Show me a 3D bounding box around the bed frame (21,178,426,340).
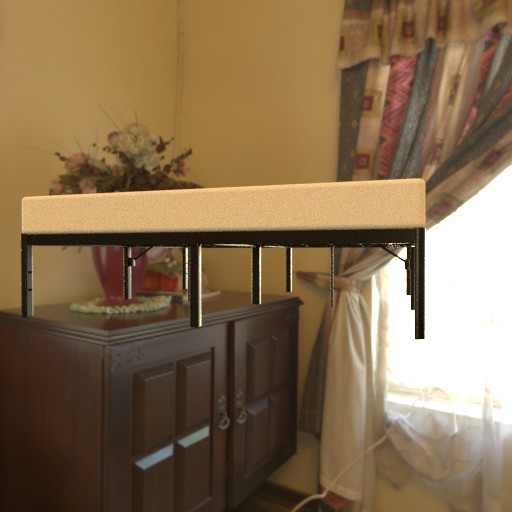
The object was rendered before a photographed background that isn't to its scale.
[{"bbox_3d":[0.000,0.000,3.026,2.079,0.659,1.963,0,1,18],"label":"bed frame"}]
